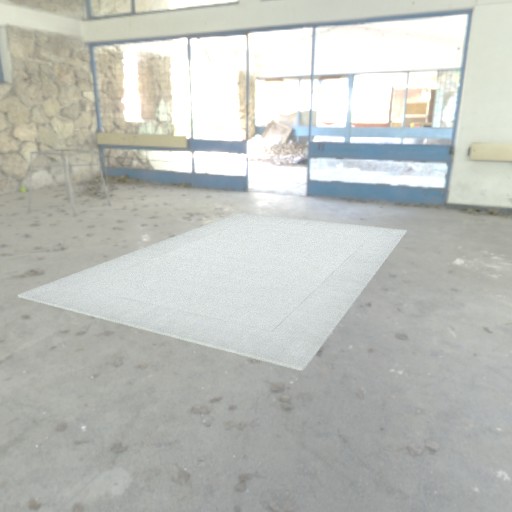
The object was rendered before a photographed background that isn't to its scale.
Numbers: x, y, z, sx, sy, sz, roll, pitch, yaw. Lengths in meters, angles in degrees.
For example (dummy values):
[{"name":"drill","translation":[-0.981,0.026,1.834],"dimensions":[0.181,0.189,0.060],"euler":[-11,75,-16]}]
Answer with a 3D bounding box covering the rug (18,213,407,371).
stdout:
[{"name":"rug","translation":[0.000,0.000,2.287],"dimensions":[1.219,0.013,1.829],"euler":[8,19,25]}]
